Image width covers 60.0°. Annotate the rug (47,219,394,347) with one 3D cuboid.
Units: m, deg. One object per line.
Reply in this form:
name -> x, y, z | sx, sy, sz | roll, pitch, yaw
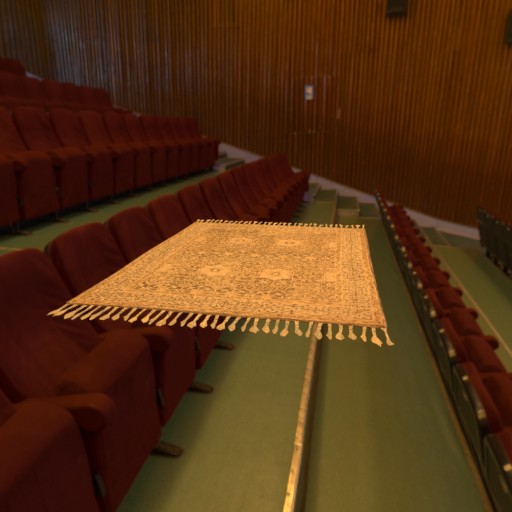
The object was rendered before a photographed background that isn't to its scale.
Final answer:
rug -> 0.000, 0.000, 3.120 | 1.619, 0.023, 2.465 | 3, 16, 10
